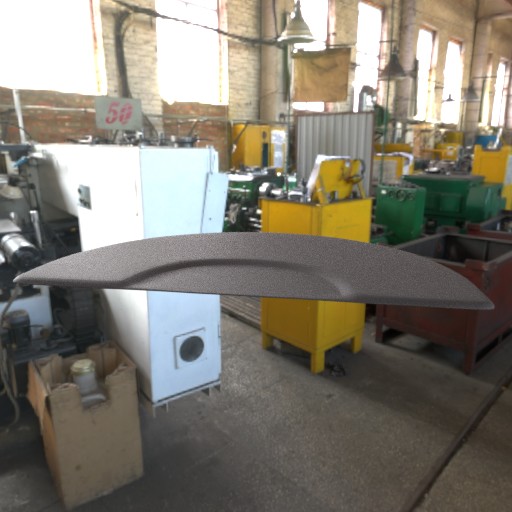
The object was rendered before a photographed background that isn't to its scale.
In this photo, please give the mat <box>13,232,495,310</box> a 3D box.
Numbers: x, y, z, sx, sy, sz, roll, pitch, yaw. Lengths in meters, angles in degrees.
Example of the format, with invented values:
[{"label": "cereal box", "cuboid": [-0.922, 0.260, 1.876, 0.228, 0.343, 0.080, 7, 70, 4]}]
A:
[{"label": "mat", "cuboid": [0.000, 0.000, 1.785, 1.525, 0.022, 0.917, 2, 15, 9]}]
